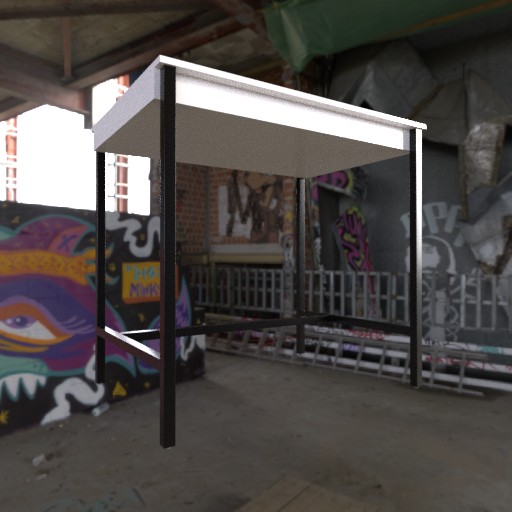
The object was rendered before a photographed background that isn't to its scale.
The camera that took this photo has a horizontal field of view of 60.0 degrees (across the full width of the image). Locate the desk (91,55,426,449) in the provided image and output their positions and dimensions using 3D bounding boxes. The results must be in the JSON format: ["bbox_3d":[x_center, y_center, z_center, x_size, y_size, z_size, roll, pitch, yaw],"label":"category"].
[{"bbox_3d":[0.000,0.000,1.310,0.811,0.766,0.573,0,-1,-33],"label":"desk"}]
